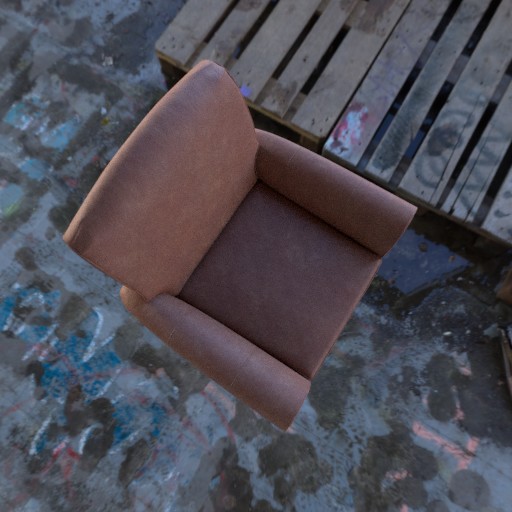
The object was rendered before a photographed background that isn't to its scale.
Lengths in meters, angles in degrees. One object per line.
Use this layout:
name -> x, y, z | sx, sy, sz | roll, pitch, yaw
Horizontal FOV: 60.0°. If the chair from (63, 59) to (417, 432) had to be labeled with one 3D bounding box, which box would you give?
chair -> 0.000, 0.000, 1.754 | 0.902, 1.061, 0.978 | 32, 78, 8
